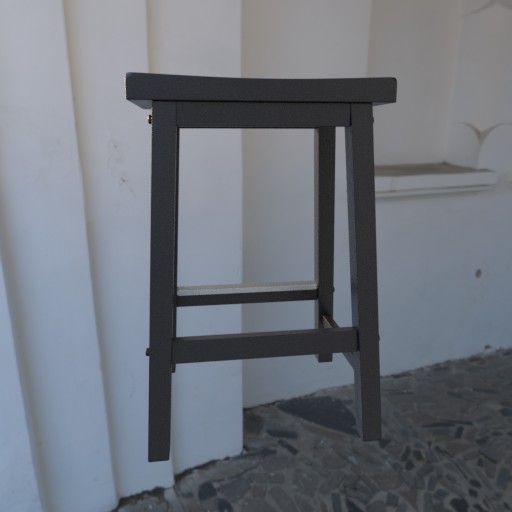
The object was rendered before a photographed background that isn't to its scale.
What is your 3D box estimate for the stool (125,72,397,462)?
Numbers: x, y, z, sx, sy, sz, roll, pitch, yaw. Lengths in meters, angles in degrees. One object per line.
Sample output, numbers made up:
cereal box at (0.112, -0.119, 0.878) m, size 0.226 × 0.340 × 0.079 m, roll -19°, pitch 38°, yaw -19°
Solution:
stool at (0.000, 0.000, 0.835) m, size 0.406 × 0.610 × 0.322 m, roll -2°, pitch 15°, yaw -8°
